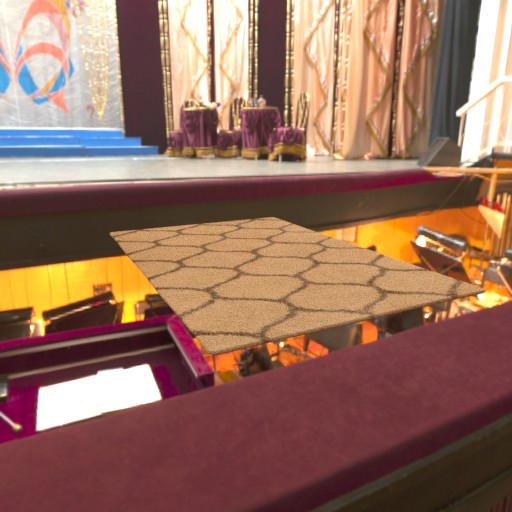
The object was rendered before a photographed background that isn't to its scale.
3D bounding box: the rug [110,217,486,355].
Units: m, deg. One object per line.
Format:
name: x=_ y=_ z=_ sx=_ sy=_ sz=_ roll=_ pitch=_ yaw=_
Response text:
rug: x=0.000 y=0.000 z=3.474 sx=1.801 sy=0.026 sz=2.701 roll=-8 pitch=17 yaw=-26
